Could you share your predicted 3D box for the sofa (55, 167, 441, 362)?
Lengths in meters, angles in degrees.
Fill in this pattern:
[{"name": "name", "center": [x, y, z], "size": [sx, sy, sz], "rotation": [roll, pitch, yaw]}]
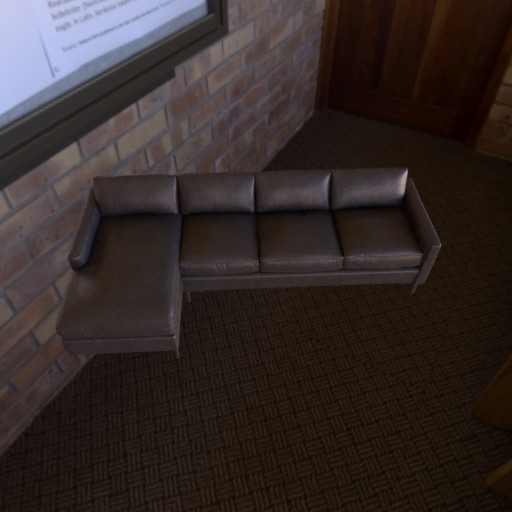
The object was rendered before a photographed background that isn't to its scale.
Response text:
[{"name": "sofa", "center": [0.000, 0.000, 3.751], "size": [2.993, 0.859, 1.471], "rotation": [-2, 47, -2]}]
